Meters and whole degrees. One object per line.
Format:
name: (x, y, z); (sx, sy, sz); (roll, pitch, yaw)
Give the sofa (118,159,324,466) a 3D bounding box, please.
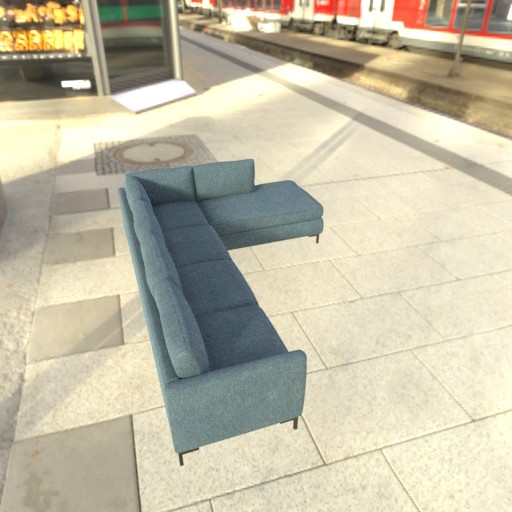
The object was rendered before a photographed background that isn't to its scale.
sofa: (0.000, 0.000, 3.796); (2.007, 0.815, 2.949); (-10, 32, -17)
